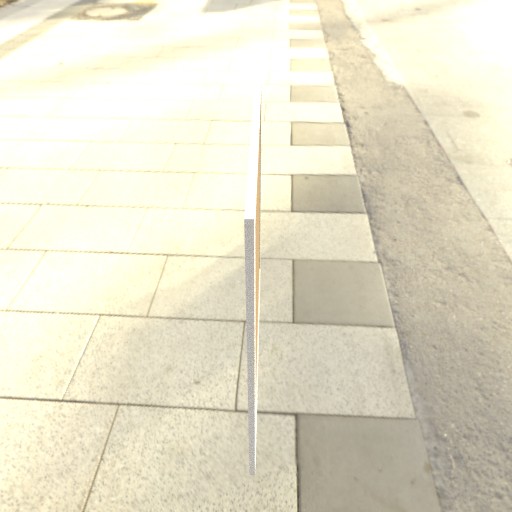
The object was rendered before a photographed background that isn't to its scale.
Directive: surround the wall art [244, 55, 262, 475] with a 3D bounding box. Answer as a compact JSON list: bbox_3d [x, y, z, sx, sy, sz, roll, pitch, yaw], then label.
[{"bbox_3d":[0.000,0.000,1.210,0.015,0.812,0.812,1,40,1],"label":"wall art"}]
